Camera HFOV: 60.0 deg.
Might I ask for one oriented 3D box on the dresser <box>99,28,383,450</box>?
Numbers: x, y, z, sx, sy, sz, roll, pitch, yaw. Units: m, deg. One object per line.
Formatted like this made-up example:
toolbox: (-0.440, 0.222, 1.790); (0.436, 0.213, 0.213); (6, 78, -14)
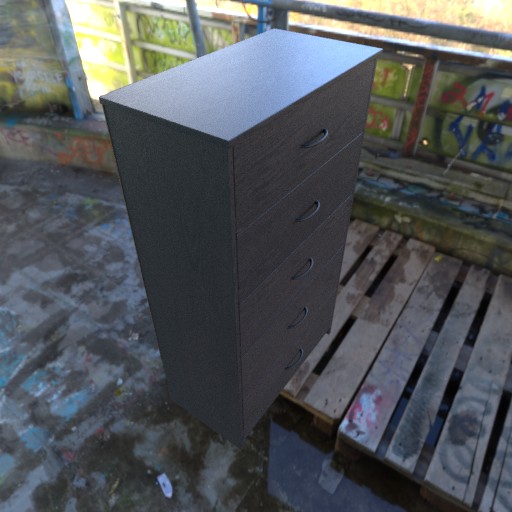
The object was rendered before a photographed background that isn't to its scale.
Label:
dresser: (0.000, 0.000, 1.536); (0.418, 1.254, 0.704); (25, 47, 26)
